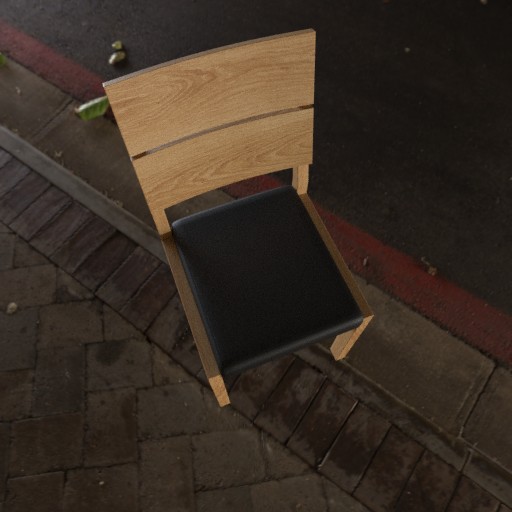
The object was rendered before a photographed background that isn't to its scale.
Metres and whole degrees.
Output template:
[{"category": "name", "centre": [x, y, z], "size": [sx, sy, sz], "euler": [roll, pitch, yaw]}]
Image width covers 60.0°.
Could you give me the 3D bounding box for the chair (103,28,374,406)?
[{"category": "chair", "centre": [0.000, 0.000, 1.261], "size": [0.475, 0.950, 0.569], "euler": [-19, 65, -10]}]
